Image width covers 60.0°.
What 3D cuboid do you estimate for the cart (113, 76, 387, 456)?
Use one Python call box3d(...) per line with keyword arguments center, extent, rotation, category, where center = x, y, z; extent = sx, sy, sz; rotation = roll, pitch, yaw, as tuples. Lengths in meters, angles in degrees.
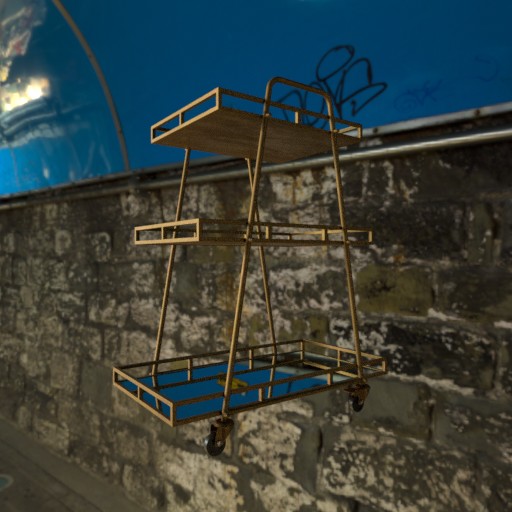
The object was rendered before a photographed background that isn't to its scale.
box3d(center=(0.000, 0.000, 1.294), extent=(0.711, 0.883, 0.441), rotation=(0, 0, -36), category="cart")
